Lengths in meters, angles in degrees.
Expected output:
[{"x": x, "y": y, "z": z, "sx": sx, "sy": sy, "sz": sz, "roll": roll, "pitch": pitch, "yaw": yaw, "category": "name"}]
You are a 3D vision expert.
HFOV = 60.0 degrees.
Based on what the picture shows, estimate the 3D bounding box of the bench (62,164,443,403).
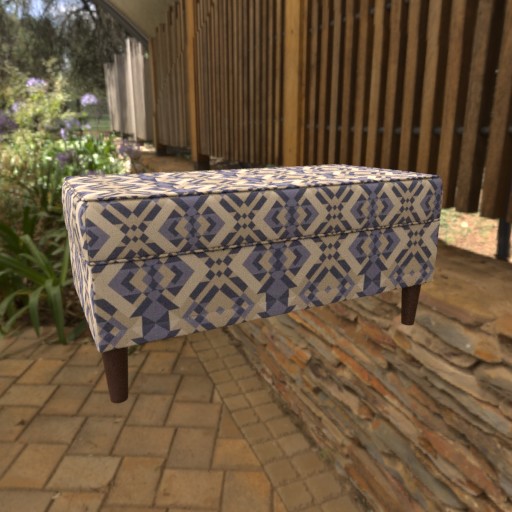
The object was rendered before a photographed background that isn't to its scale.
[{"x": 0.000, "y": 0.000, "z": 1.332, "sx": 1.016, "sy": 0.477, "sz": 0.492, "roll": -8, "pitch": 18, "yaw": -26, "category": "bench"}]
